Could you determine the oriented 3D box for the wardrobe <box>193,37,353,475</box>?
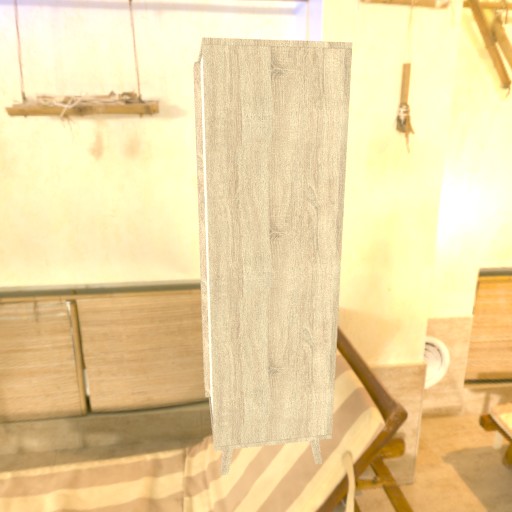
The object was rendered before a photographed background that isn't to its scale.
[{"bbox_3d":[0.000,0.000,2.404,0.600,1.960,1.000,-2,16,-9],"label":"wardrobe"}]
